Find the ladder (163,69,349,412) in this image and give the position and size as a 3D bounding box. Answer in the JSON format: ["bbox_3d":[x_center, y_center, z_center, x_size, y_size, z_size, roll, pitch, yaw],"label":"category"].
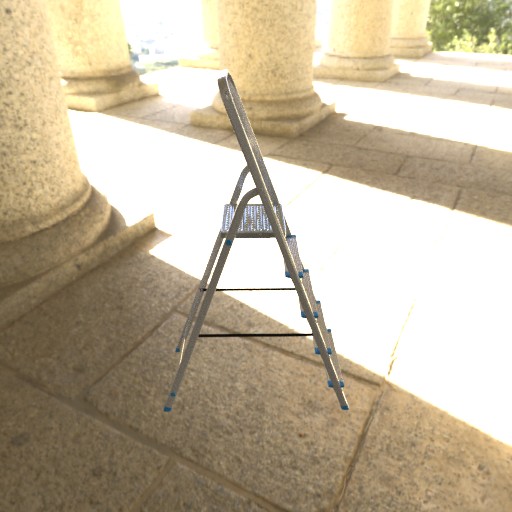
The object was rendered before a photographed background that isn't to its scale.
[{"bbox_3d":[0.000,0.000,2.122,0.990,1.648,0.468,0,32,-1],"label":"ladder"}]
